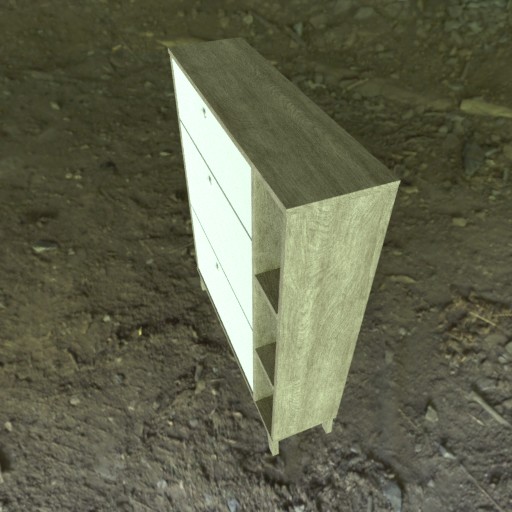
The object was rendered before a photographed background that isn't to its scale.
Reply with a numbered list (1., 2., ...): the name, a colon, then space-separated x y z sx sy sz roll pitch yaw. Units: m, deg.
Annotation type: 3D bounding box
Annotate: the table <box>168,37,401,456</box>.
1. table: 0.000 0.000 1.543 0.256 1.135 0.902 -16 46 -16
